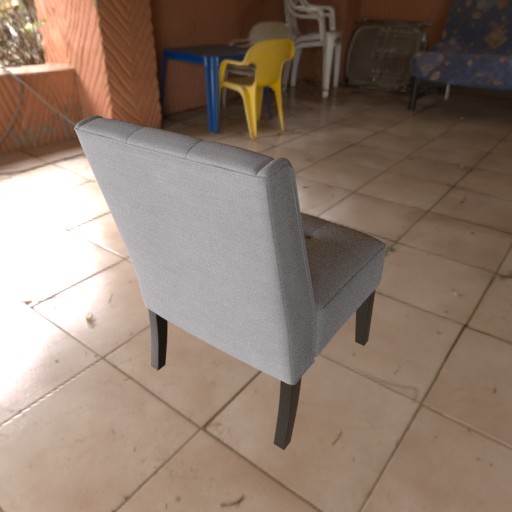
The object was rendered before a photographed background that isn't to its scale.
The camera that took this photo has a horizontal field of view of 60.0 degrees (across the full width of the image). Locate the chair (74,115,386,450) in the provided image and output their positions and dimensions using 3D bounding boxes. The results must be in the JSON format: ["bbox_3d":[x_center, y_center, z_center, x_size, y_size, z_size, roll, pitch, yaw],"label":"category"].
[{"bbox_3d":[0.000,0.000,1.312,0.569,0.853,0.676,21,36,31],"label":"chair"}]
